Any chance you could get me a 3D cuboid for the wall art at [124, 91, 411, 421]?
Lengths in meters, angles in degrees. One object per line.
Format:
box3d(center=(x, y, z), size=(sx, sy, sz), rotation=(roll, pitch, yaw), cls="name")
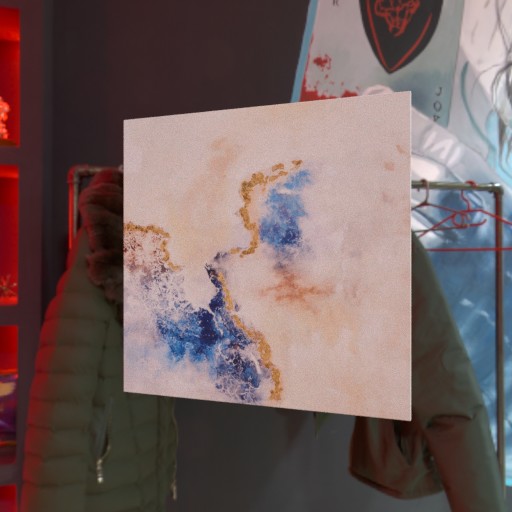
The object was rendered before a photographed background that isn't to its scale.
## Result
box3d(center=(0.000, 0.000, 1.608), size=(1.061, 1.061, 0.071), rotation=(0, 0, 17), cls="wall art")
